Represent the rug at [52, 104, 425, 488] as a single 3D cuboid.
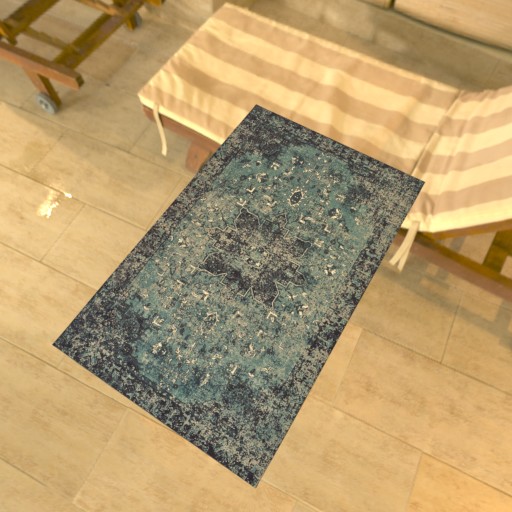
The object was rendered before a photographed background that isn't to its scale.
[{"bbox_3d":[0.000,0.000,3.091,1.525,0.007,2.440,29,67,14],"label":"rug"}]
